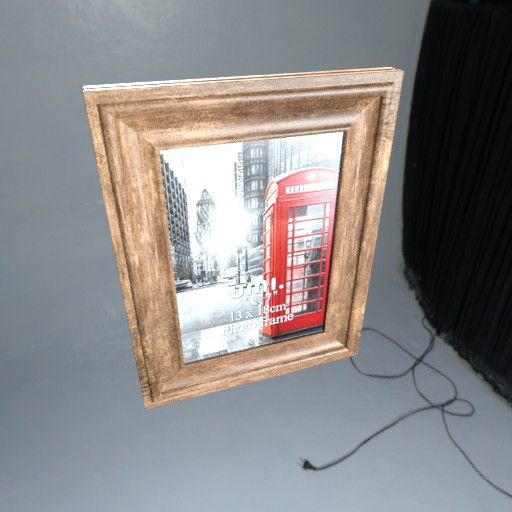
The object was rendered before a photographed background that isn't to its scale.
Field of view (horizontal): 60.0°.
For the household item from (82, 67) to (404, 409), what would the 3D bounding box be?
[{"bbox_3d":[0.000,0.000,0.313,0.186,0.237,0.018,-10,33,-16],"label":"household item"}]
